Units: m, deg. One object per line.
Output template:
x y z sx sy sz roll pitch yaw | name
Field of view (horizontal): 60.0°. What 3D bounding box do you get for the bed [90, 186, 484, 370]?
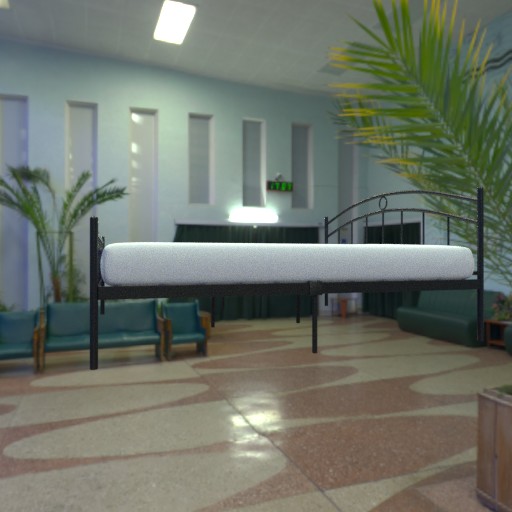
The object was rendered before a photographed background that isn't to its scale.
0.000 0.000 3.017 2.040 0.940 1.880 0 0 -18 | bed
